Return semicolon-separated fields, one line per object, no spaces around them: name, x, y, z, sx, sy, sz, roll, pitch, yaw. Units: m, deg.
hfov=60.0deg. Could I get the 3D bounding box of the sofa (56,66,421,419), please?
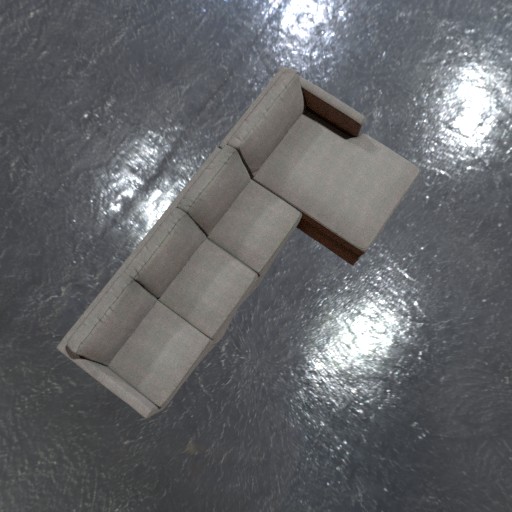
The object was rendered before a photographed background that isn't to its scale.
sofa;0.000;0.000;3.973;1.650;0.922;3.205;35;79;8
